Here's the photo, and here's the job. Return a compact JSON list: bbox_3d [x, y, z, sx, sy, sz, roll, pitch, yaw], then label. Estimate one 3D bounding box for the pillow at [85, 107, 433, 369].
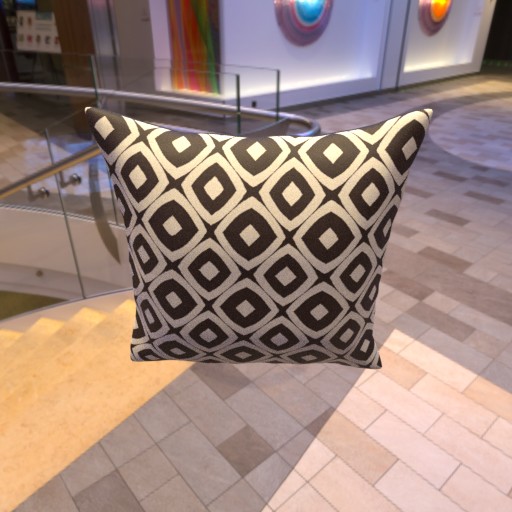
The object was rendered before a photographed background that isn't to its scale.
[{"bbox_3d":[0.000,0.000,0.762,0.504,0.494,0.188,1,30,2],"label":"pillow"}]
